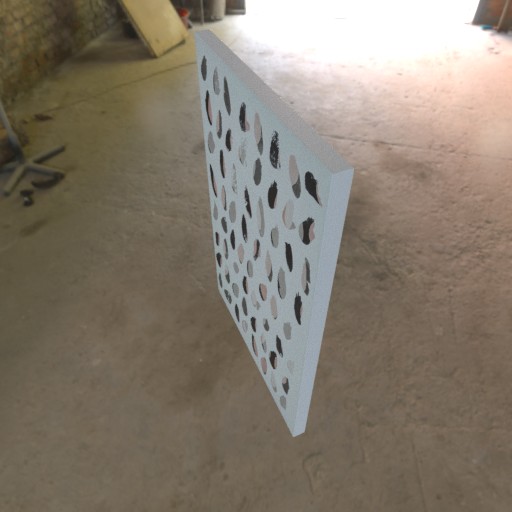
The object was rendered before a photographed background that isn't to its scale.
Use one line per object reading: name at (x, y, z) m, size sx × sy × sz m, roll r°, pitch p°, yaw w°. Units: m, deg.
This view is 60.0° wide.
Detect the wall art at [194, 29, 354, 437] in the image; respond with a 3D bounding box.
wall art at (0.000, 0.000, 1.152) m, size 0.037 × 0.916 × 0.610 m, roll -18°, pitch 48°, yaw -17°
